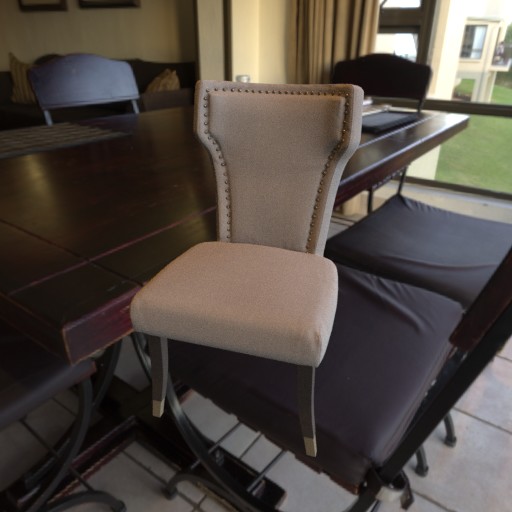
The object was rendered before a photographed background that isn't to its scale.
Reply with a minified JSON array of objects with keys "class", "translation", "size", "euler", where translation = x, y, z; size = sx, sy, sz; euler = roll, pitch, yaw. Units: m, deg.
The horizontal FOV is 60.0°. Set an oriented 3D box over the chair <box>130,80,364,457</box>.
[{"class":"chair","translation":[0.000,0.000,1.339],"size":[0.526,0.950,0.630],"euler":[8,28,15]}]
